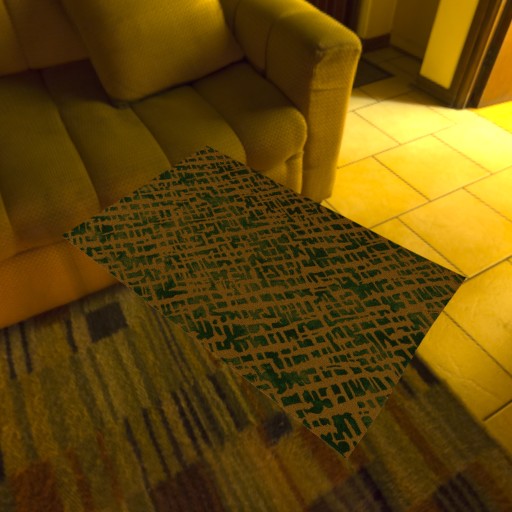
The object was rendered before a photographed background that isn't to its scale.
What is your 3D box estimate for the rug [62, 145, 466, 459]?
[{"bbox_3d":[0.000,0.000,3.113,2.447,0.011,1.520,32,55,26],"label":"rug"}]
